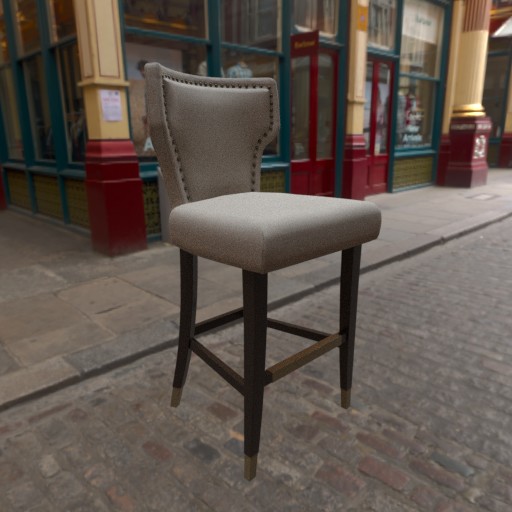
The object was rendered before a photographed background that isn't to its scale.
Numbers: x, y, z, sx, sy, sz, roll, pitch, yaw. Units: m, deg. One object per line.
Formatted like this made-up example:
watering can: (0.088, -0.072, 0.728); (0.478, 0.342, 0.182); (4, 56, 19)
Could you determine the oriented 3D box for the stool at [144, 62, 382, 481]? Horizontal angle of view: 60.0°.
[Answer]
stool: (0.000, 0.000, 1.369); (0.563, 1.092, 0.526); (15, 21, 43)
